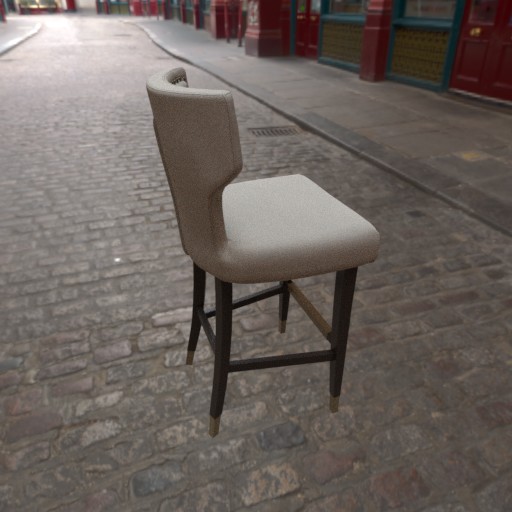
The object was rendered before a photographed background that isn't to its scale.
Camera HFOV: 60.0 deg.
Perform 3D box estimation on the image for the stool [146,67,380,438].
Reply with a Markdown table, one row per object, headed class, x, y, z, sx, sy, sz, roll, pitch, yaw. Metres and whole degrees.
| class | x | y | z | sx | sy | sz | roll | pitch | yaw |
| --- | --- | --- | --- | --- | --- | --- | --- | --- | --- |
| stool | 0.000 | 0.000 | 1.423 | 0.563 | 1.092 | 0.526 | -10 | 31 | -18 |
